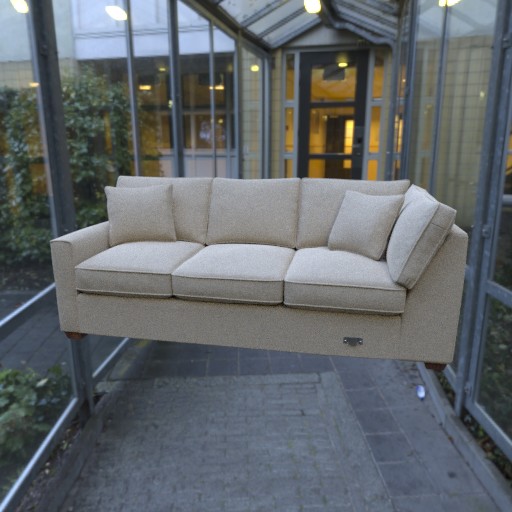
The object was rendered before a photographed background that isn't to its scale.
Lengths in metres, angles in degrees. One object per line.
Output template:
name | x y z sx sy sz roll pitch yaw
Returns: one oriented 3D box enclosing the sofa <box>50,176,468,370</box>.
sofa | 0.000 0.000 2.886 2.317 0.962 1.061 3 15 11
